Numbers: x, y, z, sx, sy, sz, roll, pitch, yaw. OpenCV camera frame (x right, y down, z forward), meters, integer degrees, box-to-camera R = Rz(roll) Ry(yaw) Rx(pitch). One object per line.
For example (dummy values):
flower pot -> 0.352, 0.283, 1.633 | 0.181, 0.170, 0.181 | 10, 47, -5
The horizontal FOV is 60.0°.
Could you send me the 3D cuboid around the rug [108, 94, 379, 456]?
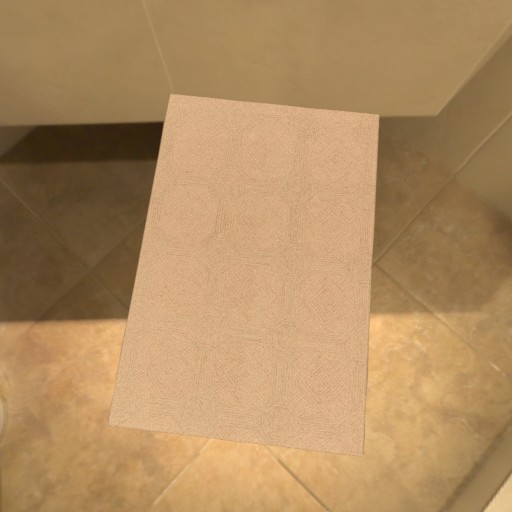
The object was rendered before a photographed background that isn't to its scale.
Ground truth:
rug -> 0.000, 0.000, 2.346 | 1.236, 0.009, 1.839 | 6, 75, 2
